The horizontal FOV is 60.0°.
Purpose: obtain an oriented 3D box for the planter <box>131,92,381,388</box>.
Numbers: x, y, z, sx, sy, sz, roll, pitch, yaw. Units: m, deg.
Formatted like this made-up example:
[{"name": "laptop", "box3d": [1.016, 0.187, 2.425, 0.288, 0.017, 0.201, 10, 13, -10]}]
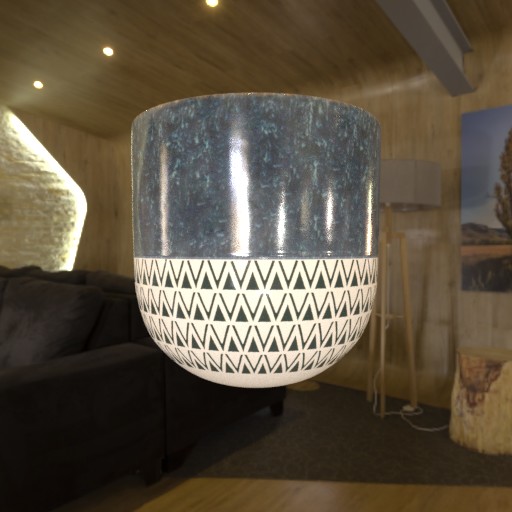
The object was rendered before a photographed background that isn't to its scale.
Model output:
[{"name": "planter", "box3d": [0.000, 0.000, 0.492, 0.266, 0.270, 0.266, 0, 1, 0]}]
